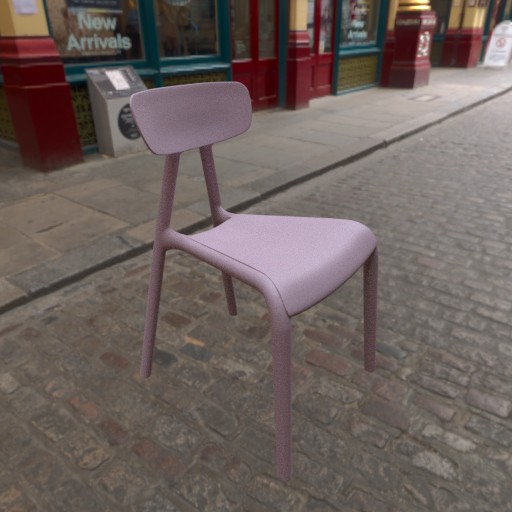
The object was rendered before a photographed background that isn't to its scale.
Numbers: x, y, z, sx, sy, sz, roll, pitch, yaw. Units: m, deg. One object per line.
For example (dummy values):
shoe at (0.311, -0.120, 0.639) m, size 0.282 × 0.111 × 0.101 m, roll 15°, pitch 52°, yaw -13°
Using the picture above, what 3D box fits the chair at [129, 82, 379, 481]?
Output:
chair at (0.000, 0.000, 0.834) m, size 0.401 × 0.580 × 0.356 m, roll 19°, pitch 33°, yaw 33°
